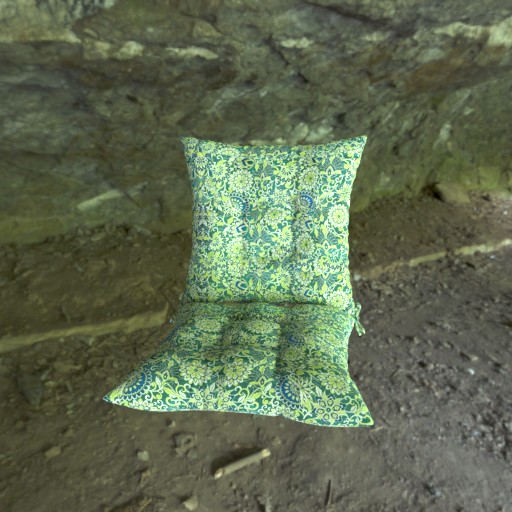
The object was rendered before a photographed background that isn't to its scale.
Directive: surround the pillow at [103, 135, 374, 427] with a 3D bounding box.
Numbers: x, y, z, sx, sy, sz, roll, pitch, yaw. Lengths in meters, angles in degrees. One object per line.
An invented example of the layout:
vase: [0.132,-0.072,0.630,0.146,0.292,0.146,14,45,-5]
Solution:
pillow: [0.000,0.000,1.022,0.541,0.536,0.585,2,15,9]
